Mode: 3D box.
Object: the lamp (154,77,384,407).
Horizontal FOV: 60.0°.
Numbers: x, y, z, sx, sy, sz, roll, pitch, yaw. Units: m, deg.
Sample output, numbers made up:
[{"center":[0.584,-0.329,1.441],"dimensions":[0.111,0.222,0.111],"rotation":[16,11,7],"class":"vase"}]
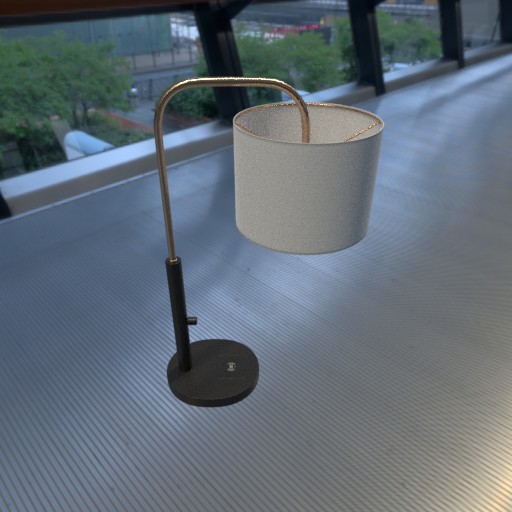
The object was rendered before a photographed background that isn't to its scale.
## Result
[{"center":[0.000,0.000,0.709],"dimensions":[0.337,0.540,0.199],"rotation":[0,32,0],"class":"lamp"}]
